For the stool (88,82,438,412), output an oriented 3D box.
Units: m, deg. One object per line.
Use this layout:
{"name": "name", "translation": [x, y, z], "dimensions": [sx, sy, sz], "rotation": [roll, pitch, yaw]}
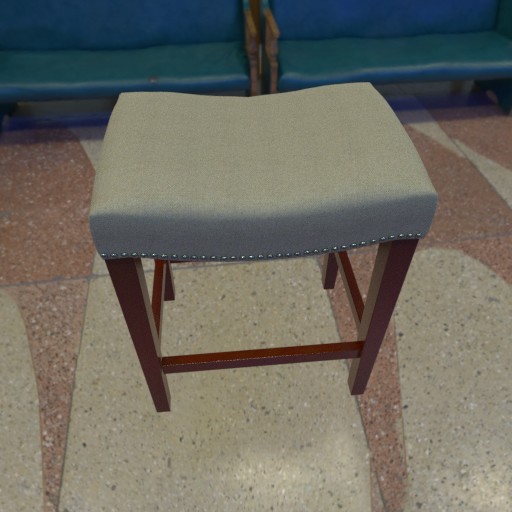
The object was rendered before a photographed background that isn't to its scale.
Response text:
{"name": "stool", "translation": [0.000, 0.000, 0.949], "dimensions": [0.509, 0.632, 0.375], "rotation": [-4, 46, -4]}
